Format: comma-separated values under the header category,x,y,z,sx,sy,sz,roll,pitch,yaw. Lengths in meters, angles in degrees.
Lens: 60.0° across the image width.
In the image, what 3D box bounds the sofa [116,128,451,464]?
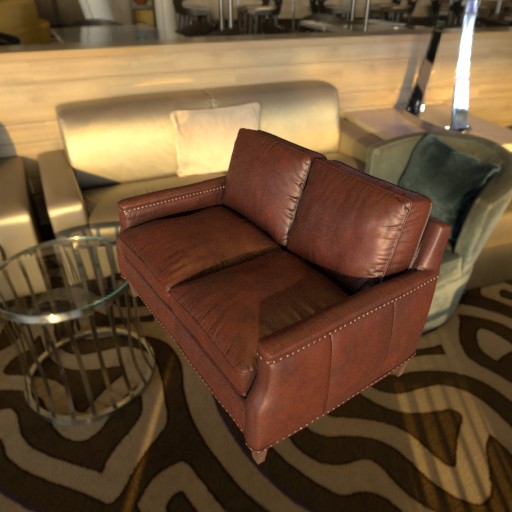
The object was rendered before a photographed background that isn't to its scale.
category,x,y,z,sx,sy,sz,roll,pitch,yaw
sofa,0.000,0.000,2.393,1.083,1.003,1.628,-19,37,-29
